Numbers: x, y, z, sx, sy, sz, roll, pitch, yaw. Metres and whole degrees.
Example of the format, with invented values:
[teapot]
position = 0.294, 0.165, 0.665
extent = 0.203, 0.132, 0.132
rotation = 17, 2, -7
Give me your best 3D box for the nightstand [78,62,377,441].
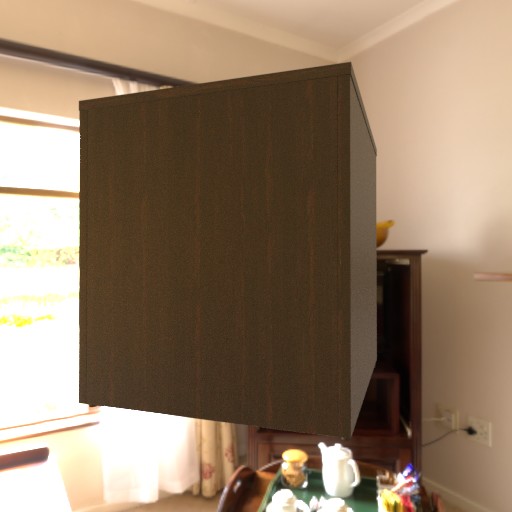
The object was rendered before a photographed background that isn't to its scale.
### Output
[nightstand]
position = 0.000, 0.000, 0.811
extent = 0.400, 0.460, 0.461
rotation = 0, -1, 19
